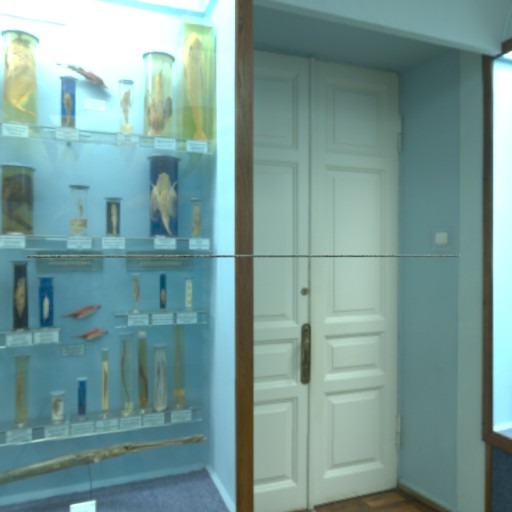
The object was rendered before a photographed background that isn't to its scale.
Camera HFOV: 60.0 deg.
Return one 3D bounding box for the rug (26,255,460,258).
[{"bbox_3d":[0.000,0.000,2.755,2.452,0.012,0.775,0,0,-19],"label":"rug"}]
